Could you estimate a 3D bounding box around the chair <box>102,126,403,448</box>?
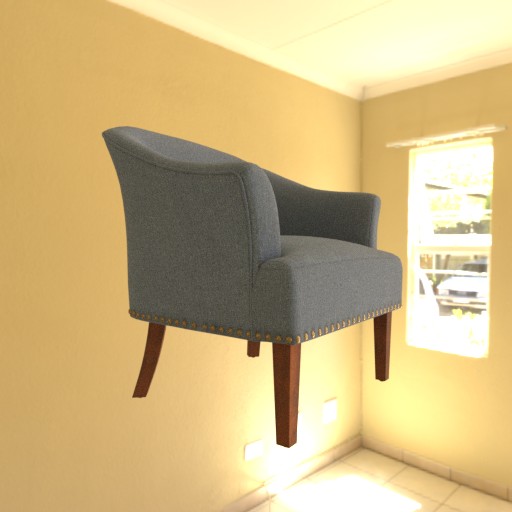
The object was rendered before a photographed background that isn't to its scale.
[{"bbox_3d":[0.000,0.000,1.379,0.704,0.815,0.798,1,2,36],"label":"chair"}]
